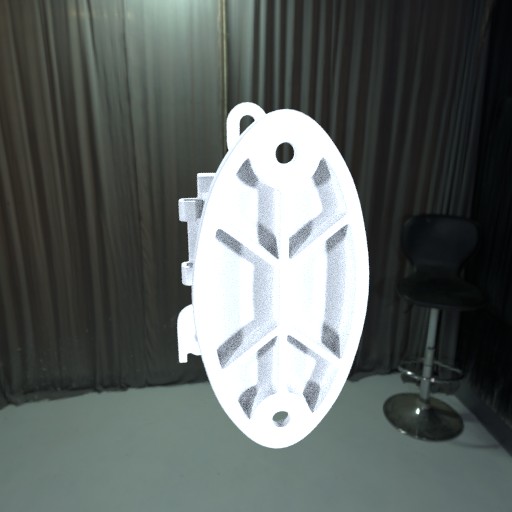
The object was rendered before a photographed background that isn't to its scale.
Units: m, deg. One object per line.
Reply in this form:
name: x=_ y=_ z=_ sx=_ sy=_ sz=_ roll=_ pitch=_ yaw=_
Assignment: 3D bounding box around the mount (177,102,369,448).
mount: x=0.000 y=0.000 z=0.177 sx=0.066 sy=0.118 sz=0.100 roll=-3 pitch=17 yaw=-9
